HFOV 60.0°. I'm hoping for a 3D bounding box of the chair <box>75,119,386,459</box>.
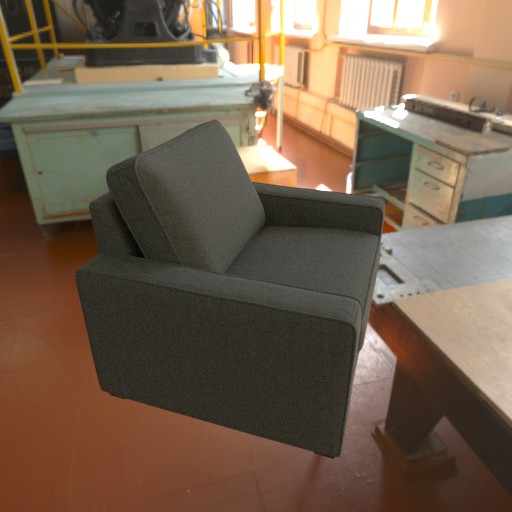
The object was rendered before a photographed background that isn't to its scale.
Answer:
[{"bbox_3d":[0.000,0.000,1.774,0.940,0.919,1.017,9,30,16],"label":"chair"}]
